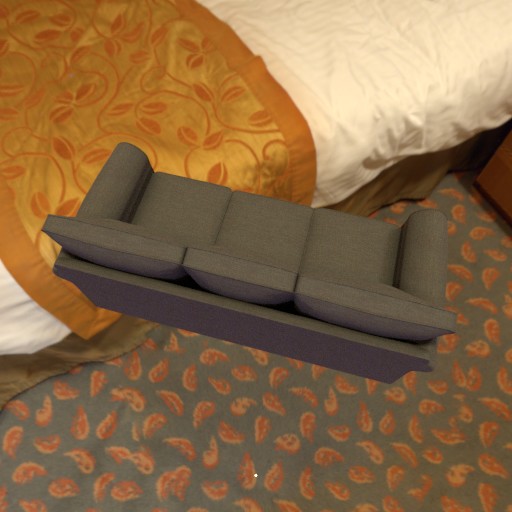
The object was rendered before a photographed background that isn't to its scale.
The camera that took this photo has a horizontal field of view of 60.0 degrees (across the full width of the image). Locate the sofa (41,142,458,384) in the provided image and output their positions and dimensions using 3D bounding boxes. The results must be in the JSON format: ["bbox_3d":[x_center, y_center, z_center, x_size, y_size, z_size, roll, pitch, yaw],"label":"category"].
[{"bbox_3d":[0.000,0.000,2.617,2.084,0.966,0.909,13,64,7],"label":"sofa"}]
